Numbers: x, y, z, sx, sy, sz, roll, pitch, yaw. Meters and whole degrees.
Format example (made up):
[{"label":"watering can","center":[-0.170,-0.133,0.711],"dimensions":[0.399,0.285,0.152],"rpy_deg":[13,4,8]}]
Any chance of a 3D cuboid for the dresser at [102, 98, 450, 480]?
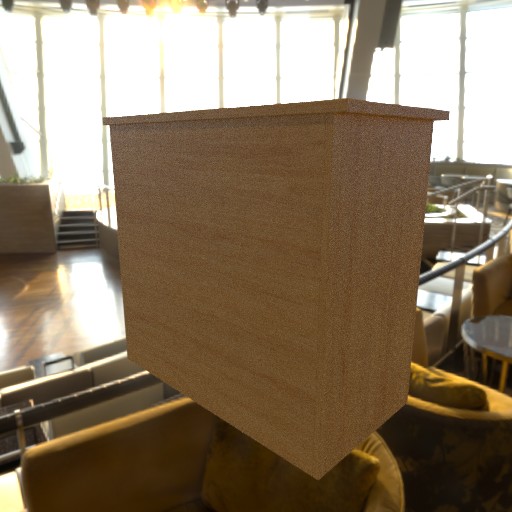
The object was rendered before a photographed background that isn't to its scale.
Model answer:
[{"label":"dresser","center":[0.000,0.000,1.197],"dimensions":[0.800,0.730,0.410],"rpy_deg":[14,20,43]}]
